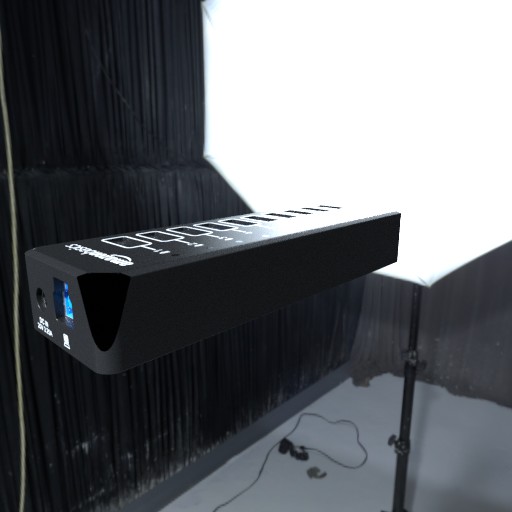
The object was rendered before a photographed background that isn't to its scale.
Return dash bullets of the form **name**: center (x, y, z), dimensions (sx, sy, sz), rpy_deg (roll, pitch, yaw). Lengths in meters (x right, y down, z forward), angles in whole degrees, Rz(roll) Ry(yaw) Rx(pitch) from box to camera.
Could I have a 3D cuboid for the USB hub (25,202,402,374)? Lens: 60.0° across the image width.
- **USB hub**: center (0.000, 0.000, 0.162), dimensions (0.044, 0.023, 0.145), rpy_deg (13, 19, 42)
